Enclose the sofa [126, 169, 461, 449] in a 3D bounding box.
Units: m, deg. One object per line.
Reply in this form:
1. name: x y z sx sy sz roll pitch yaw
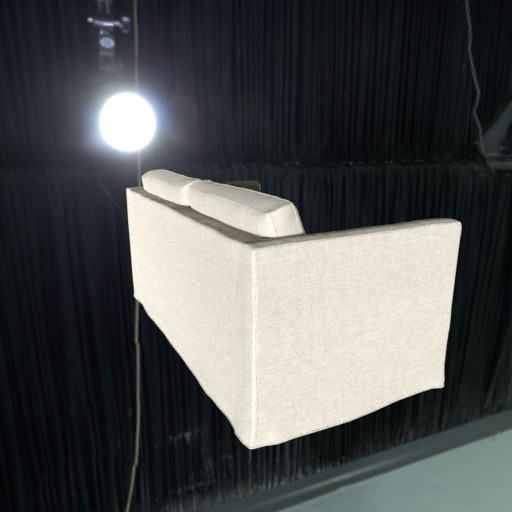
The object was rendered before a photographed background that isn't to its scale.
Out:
1. sofa: 0.000 0.000 2.315 0.956 0.828 1.766 -8 17 -27
